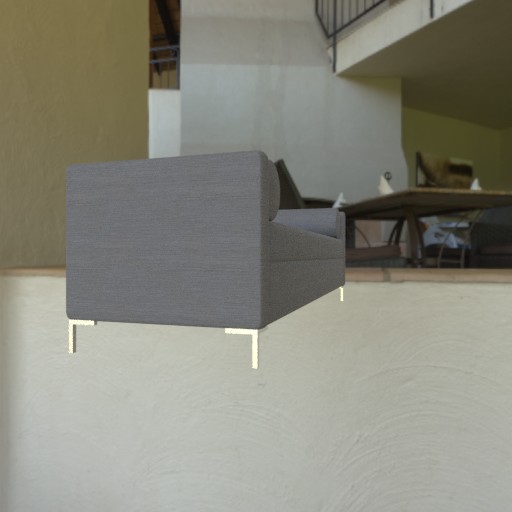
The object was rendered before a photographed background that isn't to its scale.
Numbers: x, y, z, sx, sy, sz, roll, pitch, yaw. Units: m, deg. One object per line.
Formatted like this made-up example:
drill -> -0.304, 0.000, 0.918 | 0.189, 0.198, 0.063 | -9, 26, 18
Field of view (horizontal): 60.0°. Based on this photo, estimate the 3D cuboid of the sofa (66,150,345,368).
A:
sofa -> 0.000, 0.000, 2.291 | 0.686, 0.635, 1.981 | 0, 0, 18
